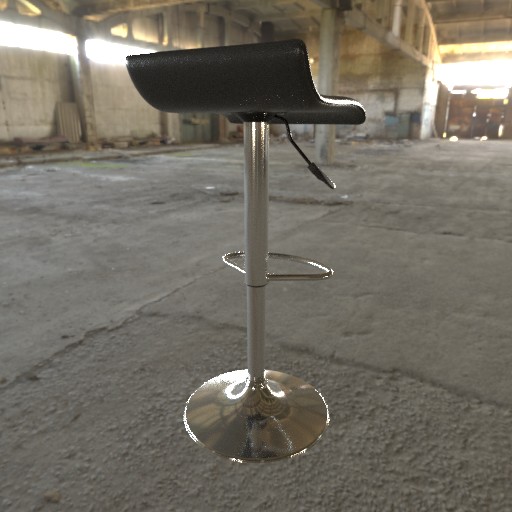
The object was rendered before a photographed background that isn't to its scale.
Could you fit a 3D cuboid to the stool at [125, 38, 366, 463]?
[{"bbox_3d":[0.000,0.000,1.042,0.381,0.851,0.381,9,19,27],"label":"stool"}]
